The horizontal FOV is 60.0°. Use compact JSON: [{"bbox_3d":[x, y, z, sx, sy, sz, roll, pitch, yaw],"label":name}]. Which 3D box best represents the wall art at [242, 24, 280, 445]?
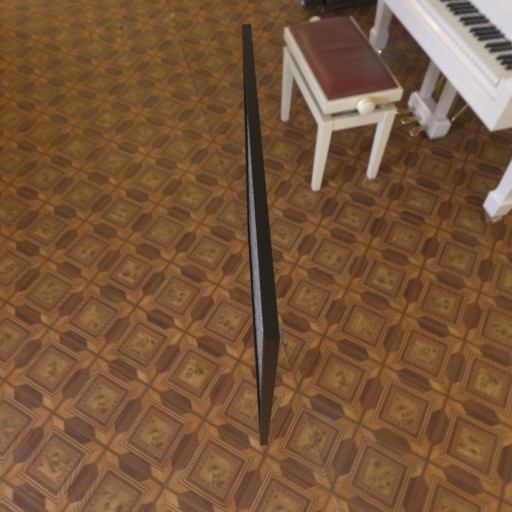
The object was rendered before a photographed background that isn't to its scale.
[{"bbox_3d":[0.000,0.000,1.185,0.022,0.807,0.807,-3,57,-2],"label":"wall art"}]
